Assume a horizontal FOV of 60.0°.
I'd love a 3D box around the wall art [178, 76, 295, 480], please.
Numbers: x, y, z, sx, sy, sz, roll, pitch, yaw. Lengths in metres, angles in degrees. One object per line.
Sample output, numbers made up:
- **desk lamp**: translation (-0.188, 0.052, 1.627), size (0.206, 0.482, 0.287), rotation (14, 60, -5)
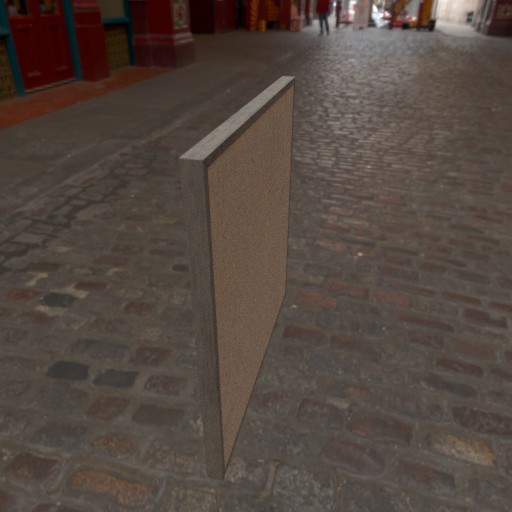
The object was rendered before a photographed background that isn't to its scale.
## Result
- **wall art**: translation (0.000, 0.000, 1.150), size (0.038, 0.762, 0.762), rotation (7, 31, 12)
